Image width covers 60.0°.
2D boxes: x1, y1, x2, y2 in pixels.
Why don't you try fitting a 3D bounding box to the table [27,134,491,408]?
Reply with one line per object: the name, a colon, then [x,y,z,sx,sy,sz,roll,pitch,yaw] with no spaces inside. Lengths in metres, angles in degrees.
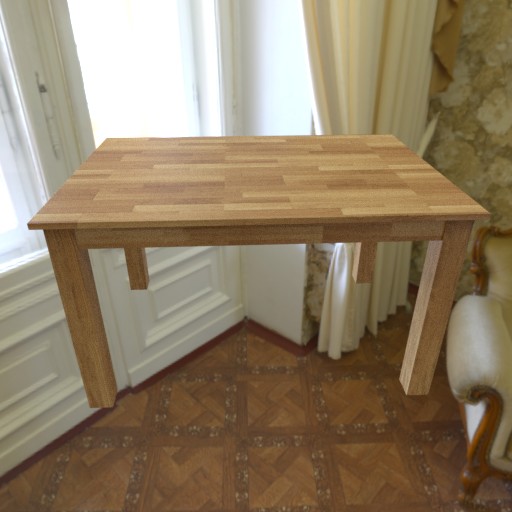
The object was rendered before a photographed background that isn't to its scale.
table: [0.000,0.000,1.815,1.300,0.750,0.900,-1,30,-3]
